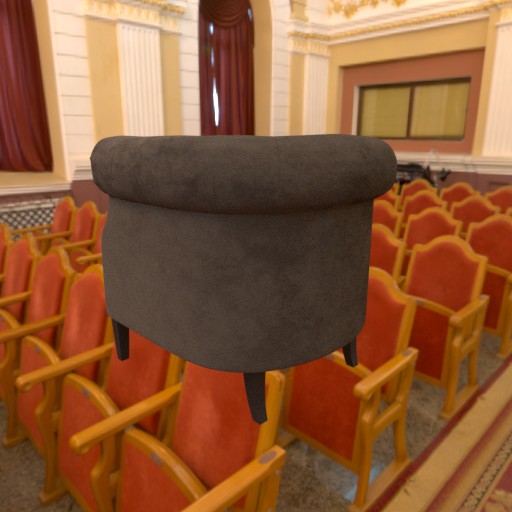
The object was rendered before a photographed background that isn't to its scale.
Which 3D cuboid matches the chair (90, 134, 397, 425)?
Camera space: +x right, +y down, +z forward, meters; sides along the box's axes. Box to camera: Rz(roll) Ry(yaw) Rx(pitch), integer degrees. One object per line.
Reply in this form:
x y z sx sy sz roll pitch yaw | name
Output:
0.000 0.000 1.564 0.904 0.826 0.851 -14 20 -42 | chair
